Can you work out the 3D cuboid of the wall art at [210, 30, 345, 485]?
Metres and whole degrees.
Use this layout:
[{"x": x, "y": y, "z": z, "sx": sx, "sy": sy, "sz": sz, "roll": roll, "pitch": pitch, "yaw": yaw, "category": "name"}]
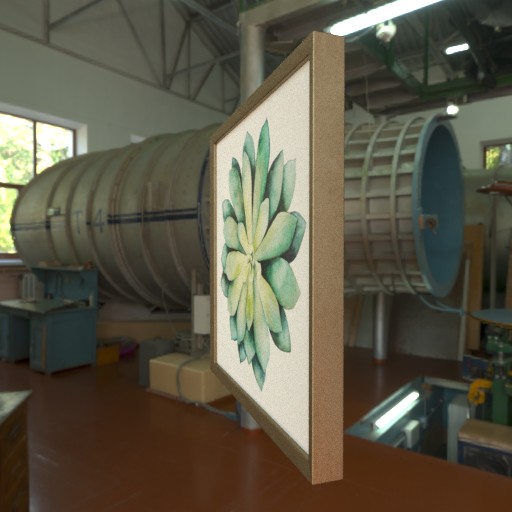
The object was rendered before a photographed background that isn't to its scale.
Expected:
[{"x": 0.000, "y": 0.000, "z": 0.736, "sx": 0.040, "sy": 0.506, "sz": 0.503, "roll": 0, "pitch": 1, "yaw": -19, "category": "wall art"}]
